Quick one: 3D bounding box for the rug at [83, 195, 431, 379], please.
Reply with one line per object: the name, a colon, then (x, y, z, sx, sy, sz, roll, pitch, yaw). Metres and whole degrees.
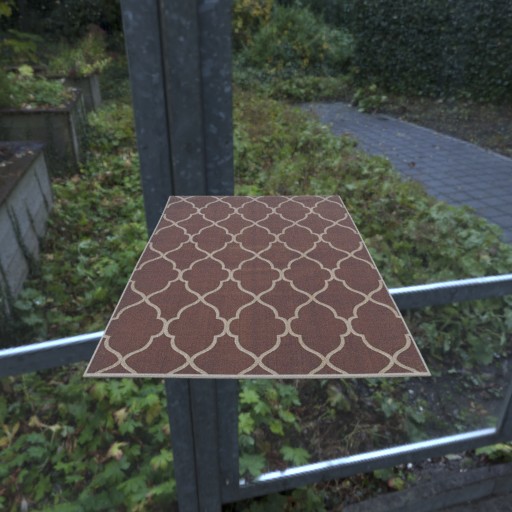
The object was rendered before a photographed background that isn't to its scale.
rug: (0.000, 0.000, 2.937, 1.528, 0.014, 2.294, 0, 28, 0)
